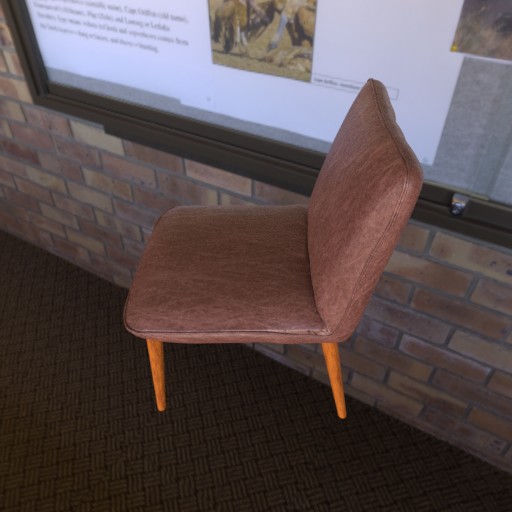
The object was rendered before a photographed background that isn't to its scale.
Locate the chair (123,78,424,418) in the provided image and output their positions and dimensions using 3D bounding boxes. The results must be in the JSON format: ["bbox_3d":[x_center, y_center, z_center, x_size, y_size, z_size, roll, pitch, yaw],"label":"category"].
[{"bbox_3d":[0.000,0.000,1.188,0.645,0.803,0.543,-1,41,-1],"label":"chair"}]
